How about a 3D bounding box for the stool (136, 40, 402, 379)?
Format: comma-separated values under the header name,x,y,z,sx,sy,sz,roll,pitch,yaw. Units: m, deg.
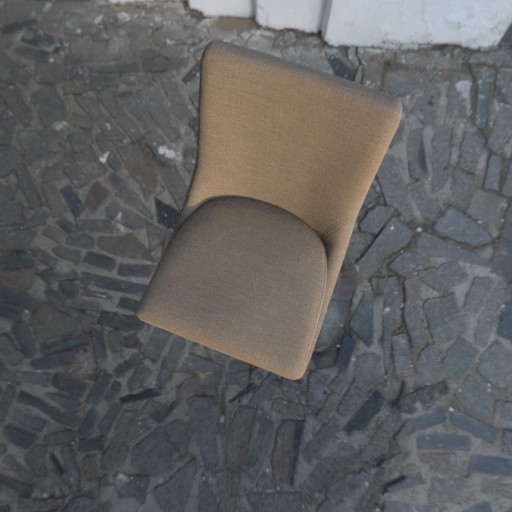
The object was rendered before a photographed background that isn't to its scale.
name,x,y,z,sx,sy,sz,roll,pitch,yaw
stool,0.000,0.000,1.270,0.470,0.981,0.577,20,76,5
